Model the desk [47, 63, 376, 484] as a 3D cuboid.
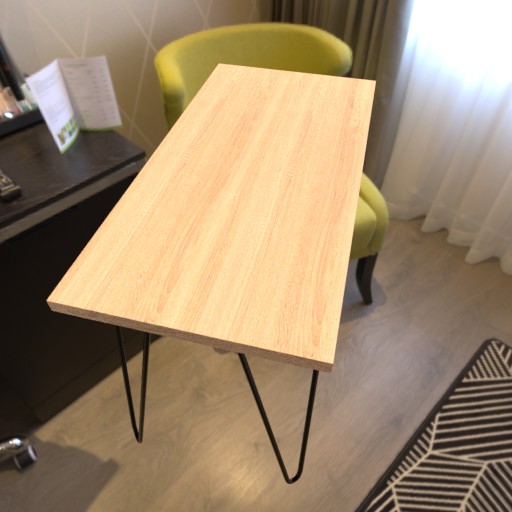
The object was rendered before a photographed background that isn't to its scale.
[{"bbox_3d":[0.000,0.000,1.297,0.499,0.660,0.991,10,48,10],"label":"desk"}]
